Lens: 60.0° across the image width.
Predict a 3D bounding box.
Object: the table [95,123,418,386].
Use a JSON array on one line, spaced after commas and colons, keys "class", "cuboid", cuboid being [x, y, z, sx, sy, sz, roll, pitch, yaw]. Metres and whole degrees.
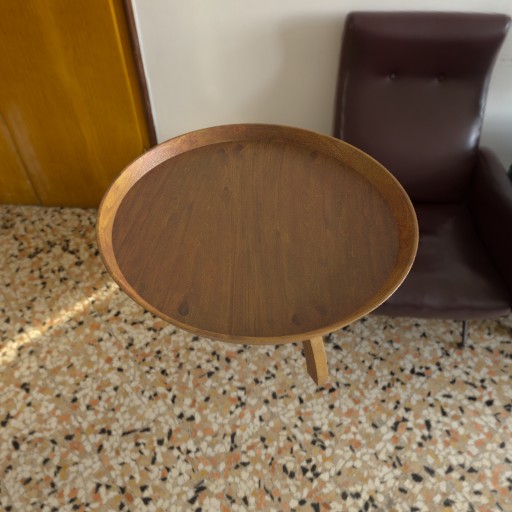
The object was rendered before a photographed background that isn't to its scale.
[{"class": "table", "cuboid": [0.000, 0.000, 1.583, 1.016, 0.470, 1.016, 0, 47, 0]}]
